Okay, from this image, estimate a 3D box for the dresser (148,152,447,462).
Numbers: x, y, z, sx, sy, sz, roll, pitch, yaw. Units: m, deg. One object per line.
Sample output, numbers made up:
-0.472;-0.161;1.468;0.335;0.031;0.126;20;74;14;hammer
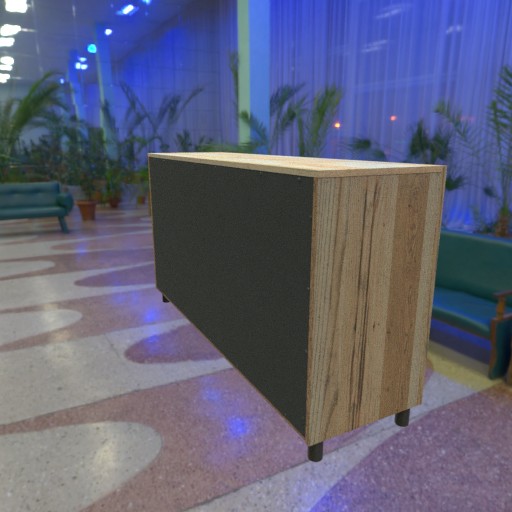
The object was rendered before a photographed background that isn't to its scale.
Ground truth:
0.000;0.000;1.919;0.487;0.834;1.547;-8;17;-27;dresser
